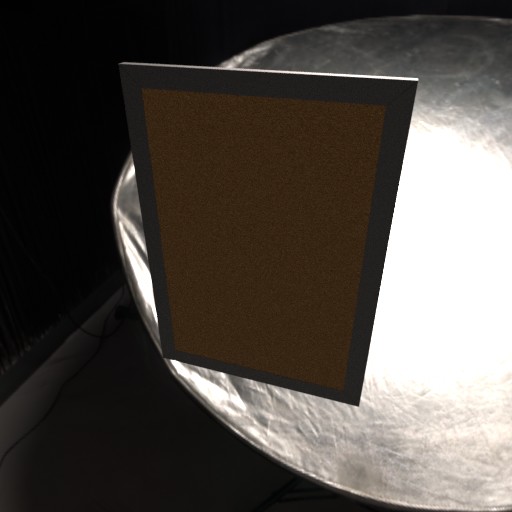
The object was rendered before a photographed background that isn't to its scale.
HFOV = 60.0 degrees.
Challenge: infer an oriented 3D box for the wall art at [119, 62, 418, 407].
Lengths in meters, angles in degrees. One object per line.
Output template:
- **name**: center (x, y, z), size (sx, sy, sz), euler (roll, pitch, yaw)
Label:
- **wall art**: center (0.000, 0.000, 0.682), size (0.380, 0.534, 0.013), euler (10, 33, 15)
